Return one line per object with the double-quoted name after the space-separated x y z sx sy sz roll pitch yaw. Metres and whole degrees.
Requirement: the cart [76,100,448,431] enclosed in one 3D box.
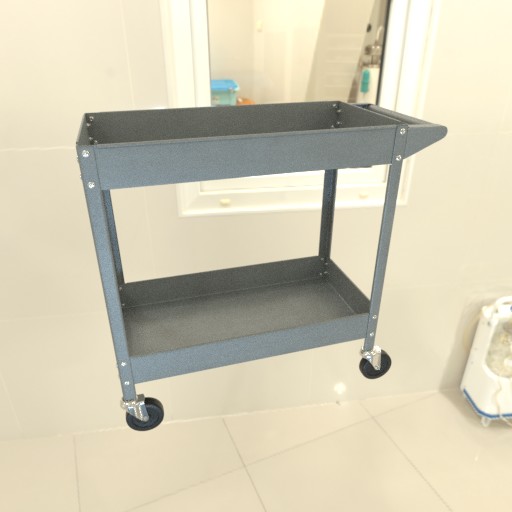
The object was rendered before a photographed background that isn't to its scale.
0.000 0.000 1.179 0.779 0.719 0.366 -8 29 -15 "cart"
